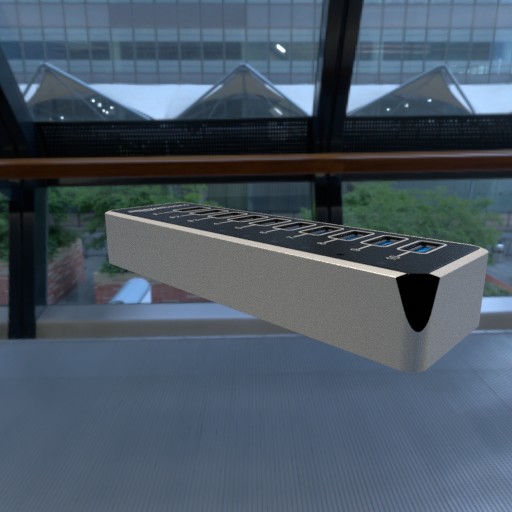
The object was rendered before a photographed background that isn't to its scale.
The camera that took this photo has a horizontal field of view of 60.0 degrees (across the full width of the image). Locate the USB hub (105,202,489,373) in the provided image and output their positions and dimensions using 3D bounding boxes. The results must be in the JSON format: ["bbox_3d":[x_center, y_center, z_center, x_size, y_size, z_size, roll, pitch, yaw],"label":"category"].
[{"bbox_3d":[0.000,0.000,0.162,0.145,0.023,0.044,13,20,42],"label":"USB hub"}]
